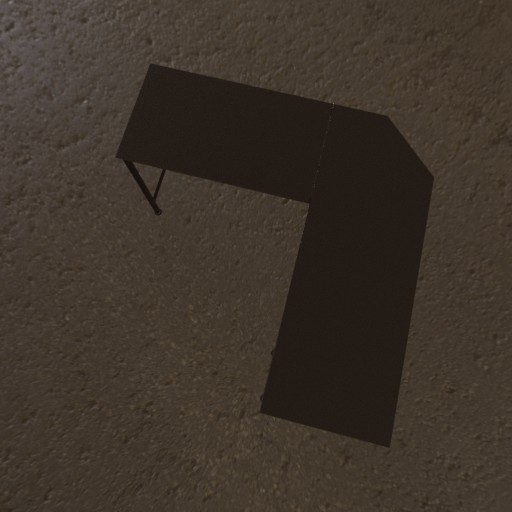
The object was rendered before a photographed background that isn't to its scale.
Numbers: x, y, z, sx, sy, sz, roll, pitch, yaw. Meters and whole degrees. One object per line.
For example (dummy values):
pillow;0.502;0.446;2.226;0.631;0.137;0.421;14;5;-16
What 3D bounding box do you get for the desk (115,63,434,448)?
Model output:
desk;0.000;0.000;2.221;1.379;0.739;1.379;14;75;4
